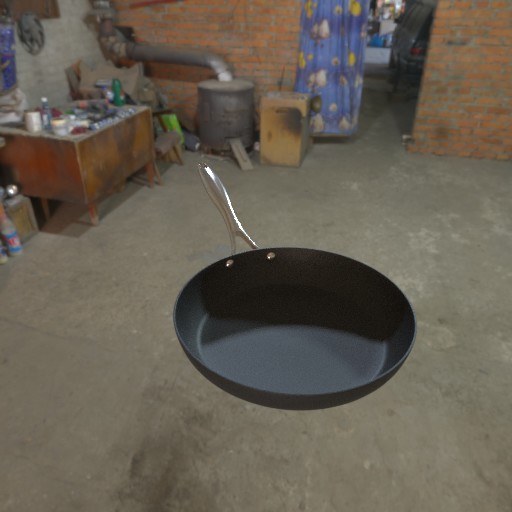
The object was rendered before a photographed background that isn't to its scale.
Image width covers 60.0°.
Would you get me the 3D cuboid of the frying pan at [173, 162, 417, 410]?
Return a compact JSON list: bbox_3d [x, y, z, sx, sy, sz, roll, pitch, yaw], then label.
[{"bbox_3d":[0.000,0.000,0.564,0.255,0.105,0.472,-11,32,-19],"label":"frying pan"}]
